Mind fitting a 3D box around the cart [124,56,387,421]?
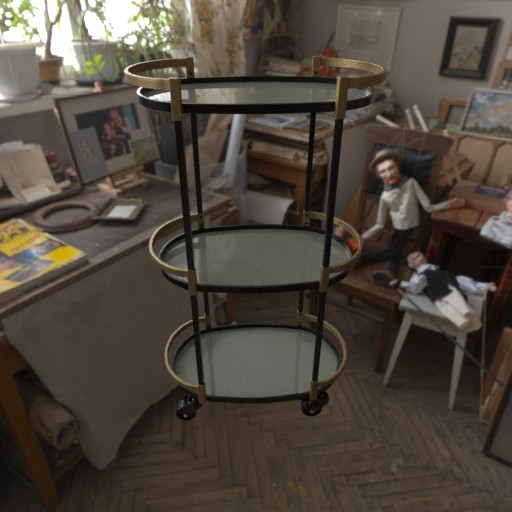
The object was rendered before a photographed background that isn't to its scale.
[{"bbox_3d":[0.000,0.000,1.112,0.515,0.885,0.311,-1,31,-2],"label":"cart"}]
